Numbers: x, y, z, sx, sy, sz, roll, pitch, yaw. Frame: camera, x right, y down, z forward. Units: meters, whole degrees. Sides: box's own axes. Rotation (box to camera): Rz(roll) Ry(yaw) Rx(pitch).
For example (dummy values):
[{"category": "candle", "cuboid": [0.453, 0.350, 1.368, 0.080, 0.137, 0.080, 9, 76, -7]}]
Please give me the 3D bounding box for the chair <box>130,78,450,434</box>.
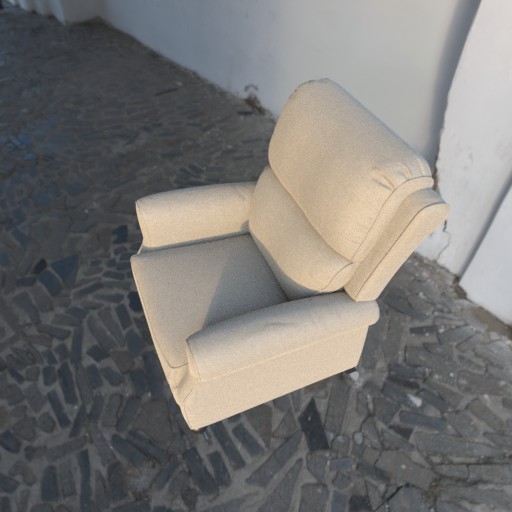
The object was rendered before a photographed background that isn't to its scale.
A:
[{"category": "chair", "cuboid": [0.000, 0.000, 1.713, 0.919, 1.046, 0.859, -17, 50, -15]}]
